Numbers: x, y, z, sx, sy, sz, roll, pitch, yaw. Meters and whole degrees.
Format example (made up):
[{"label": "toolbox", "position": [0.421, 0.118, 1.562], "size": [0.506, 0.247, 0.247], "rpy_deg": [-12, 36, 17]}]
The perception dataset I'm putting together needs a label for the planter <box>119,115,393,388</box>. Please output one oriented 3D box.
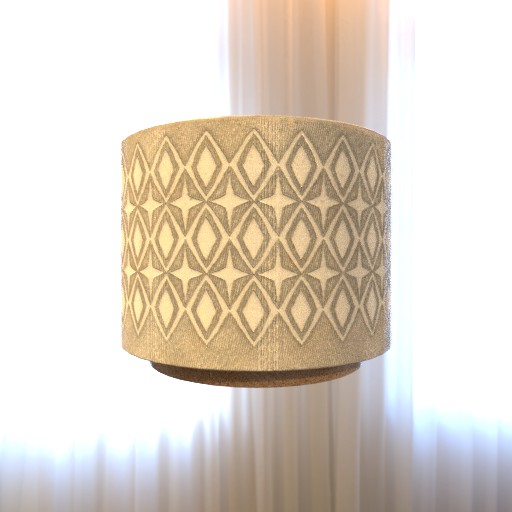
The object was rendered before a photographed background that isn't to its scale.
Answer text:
[{"label": "planter", "position": [0.000, 0.000, 0.316], "size": [0.186, 0.144, 0.186], "rpy_deg": [0, 1, 0]}]
